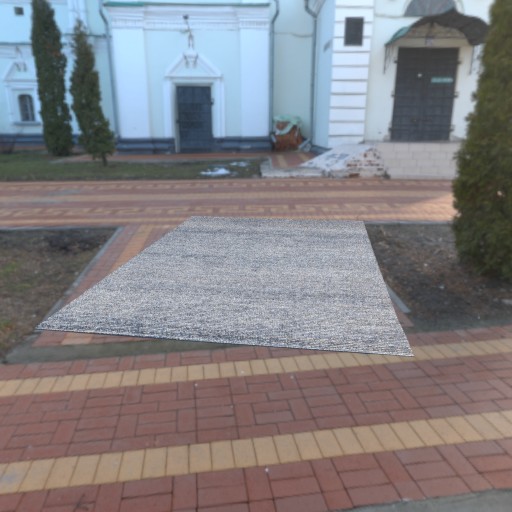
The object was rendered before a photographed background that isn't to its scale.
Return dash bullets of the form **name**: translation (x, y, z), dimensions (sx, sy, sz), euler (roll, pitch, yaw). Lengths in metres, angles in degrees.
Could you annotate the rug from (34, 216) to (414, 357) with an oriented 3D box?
- **rug**: translation (0.000, 0.000, 2.106), dimensions (1.135, 0.010, 1.740), euler (3, 17, 8)
